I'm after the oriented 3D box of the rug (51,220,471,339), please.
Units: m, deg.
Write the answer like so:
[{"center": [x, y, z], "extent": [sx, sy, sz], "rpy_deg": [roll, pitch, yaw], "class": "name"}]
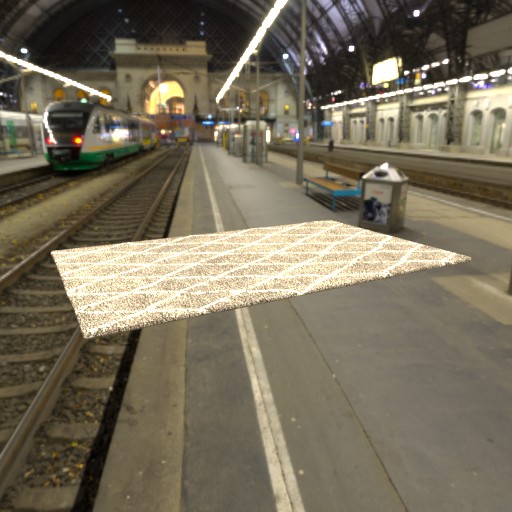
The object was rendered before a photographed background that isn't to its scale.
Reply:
[{"center": [0.000, 0.000, 3.013], "extent": [2.438, 0.030, 1.524], "rpy_deg": [-8, 17, -28], "class": "rug"}]
